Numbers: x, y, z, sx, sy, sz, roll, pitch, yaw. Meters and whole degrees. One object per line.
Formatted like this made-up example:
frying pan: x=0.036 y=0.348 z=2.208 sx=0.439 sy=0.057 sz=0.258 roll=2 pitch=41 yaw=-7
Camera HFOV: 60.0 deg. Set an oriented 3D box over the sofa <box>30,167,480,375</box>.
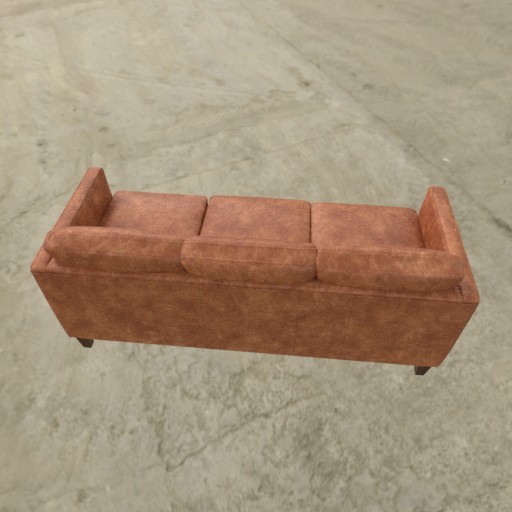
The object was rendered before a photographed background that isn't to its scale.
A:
sofa: x=0.000 y=0.000 z=2.950 sx=2.464 sy=1.006 sz=1.045 roll=4 pitch=47 yaw=4
